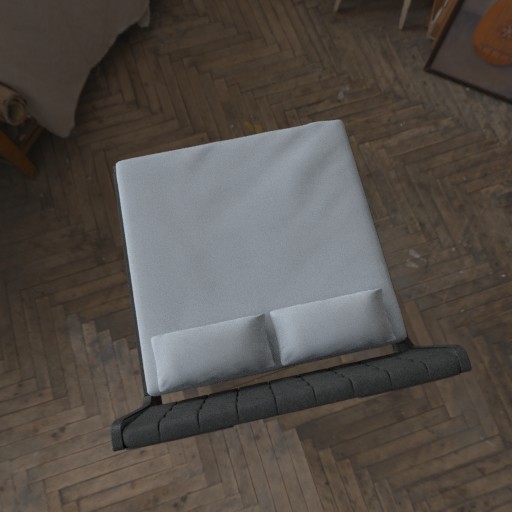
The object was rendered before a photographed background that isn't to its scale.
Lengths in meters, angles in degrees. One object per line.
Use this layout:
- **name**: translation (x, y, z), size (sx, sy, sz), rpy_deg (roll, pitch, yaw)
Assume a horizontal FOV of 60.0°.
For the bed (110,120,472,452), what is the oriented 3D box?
- **bed**: translation (0.000, 0.000, 3.082), size (1.903, 1.158, 2.031), rpy_deg (-12, 75, -3)
